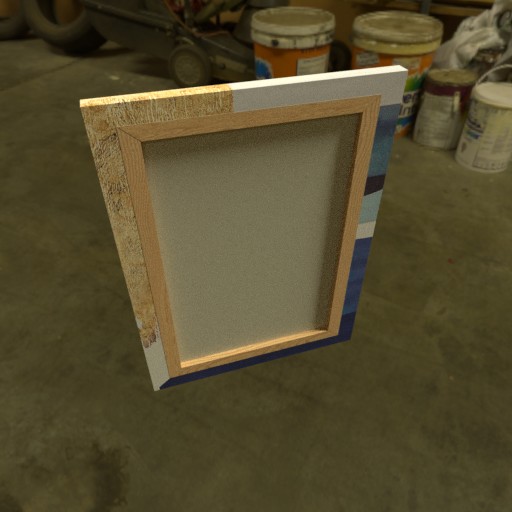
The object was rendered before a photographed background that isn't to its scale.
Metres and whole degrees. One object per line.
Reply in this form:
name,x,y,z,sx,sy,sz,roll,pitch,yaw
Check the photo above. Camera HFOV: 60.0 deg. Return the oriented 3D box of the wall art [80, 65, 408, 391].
wall art,0.000,0.000,0.801,0.458,0.613,0.026,-12,42,-13
